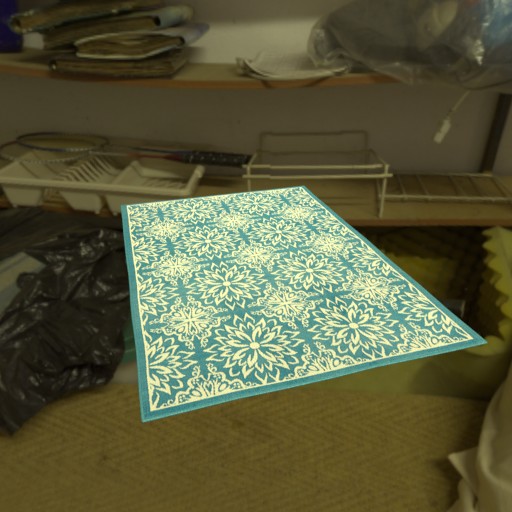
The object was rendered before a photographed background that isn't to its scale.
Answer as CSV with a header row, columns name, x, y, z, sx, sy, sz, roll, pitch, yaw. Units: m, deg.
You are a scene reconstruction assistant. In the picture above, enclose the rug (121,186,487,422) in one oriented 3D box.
name,x,y,z,sx,sy,sz,roll,pitch,yaw
rug,0.000,0.000,2.760,1.554,0.012,2.205,-8,30,-15
